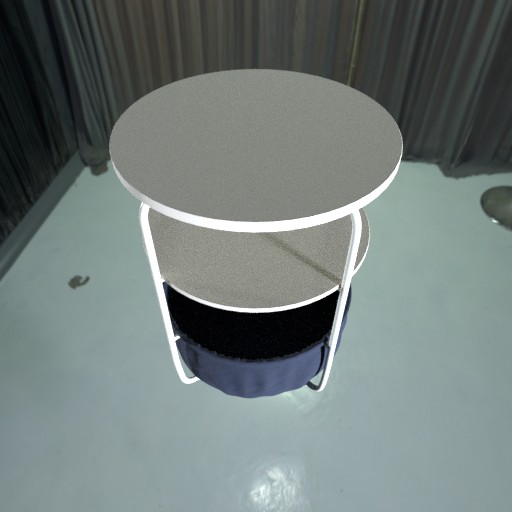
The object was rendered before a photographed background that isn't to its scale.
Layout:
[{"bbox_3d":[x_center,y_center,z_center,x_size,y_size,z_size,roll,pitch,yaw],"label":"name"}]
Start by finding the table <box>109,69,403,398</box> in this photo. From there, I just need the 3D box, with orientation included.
[{"bbox_3d":[0.000,0.000,0.838,0.418,0.532,0.418,3,45,3],"label":"table"}]
